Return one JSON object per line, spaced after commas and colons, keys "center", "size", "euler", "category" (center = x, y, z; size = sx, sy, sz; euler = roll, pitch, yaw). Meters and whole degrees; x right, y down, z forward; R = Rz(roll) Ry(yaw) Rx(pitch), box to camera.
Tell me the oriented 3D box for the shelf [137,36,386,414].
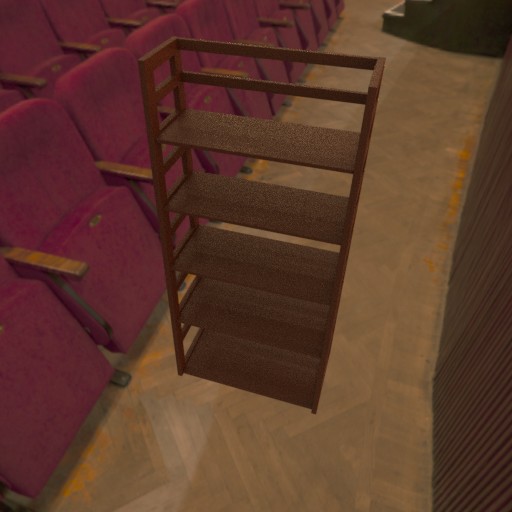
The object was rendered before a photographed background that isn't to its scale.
{"center": [0.000, 0.000, 1.920], "size": [0.763, 1.600, 0.403], "euler": [12, 44, 13], "category": "shelf"}
